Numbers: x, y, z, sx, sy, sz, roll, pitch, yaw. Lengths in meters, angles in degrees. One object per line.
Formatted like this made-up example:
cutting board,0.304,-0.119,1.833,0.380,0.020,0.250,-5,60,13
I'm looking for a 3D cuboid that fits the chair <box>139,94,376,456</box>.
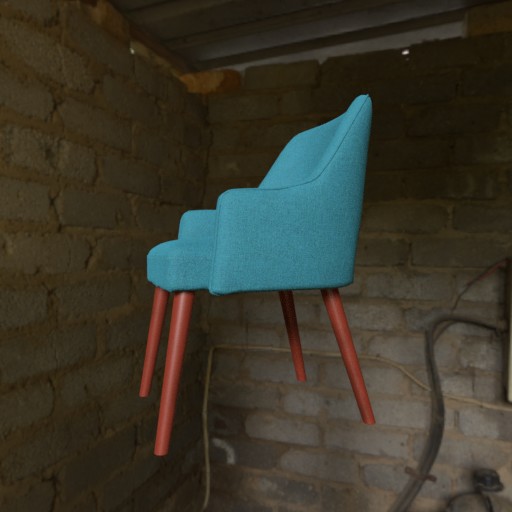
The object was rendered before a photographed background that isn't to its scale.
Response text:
chair,0.000,0.000,1.246,0.605,0.849,0.548,0,0,-19
